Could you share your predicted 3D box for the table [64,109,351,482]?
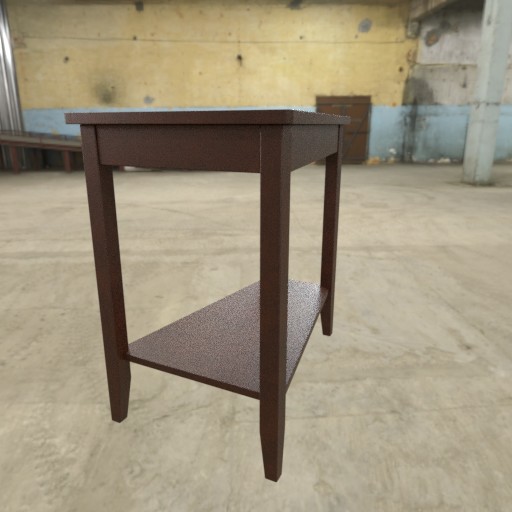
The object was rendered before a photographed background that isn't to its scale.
[{"bbox_3d":[0.000,0.000,0.973,0.399,0.589,0.605,8,18,25],"label":"table"}]
